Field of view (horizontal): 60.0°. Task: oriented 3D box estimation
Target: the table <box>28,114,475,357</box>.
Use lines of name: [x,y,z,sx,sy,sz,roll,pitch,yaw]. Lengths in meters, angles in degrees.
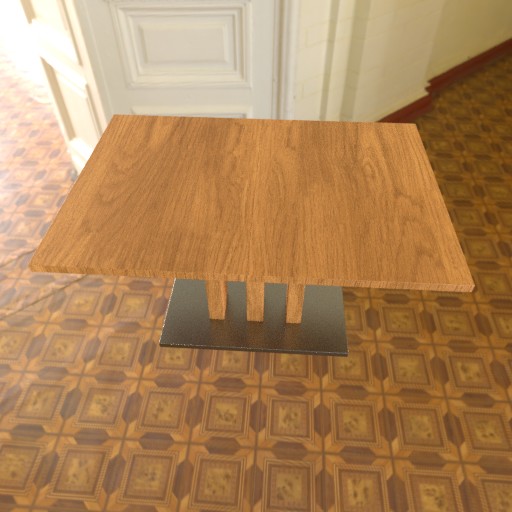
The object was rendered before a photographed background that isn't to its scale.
table: [0.000,0.000,1.873,1.300,0.770,0.900,3,46,2]
